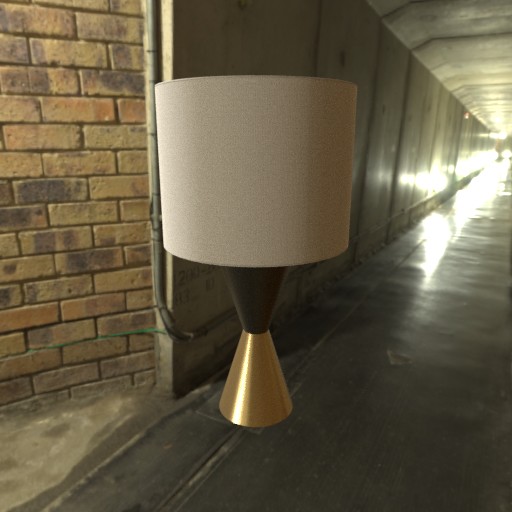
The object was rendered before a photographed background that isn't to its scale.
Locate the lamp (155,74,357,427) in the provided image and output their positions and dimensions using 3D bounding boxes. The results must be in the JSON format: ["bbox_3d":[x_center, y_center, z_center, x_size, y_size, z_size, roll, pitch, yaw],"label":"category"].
[{"bbox_3d":[0.000,0.000,0.751,0.304,0.573,0.304,-2,16,-8],"label":"lamp"}]
